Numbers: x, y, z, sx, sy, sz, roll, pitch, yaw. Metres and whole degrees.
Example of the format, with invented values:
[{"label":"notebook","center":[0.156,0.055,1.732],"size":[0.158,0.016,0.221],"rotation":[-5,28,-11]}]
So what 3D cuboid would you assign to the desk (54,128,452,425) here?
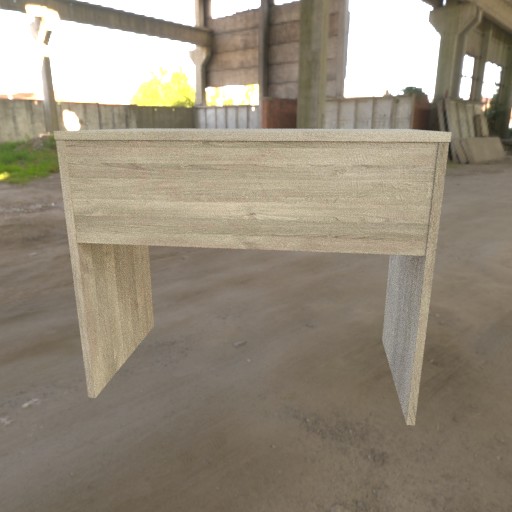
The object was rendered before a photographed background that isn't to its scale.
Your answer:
[{"label":"desk","center":[0.000,0.000,1.324],"size":[0.893,0.724,0.498],"rotation":[2,17,7]}]
